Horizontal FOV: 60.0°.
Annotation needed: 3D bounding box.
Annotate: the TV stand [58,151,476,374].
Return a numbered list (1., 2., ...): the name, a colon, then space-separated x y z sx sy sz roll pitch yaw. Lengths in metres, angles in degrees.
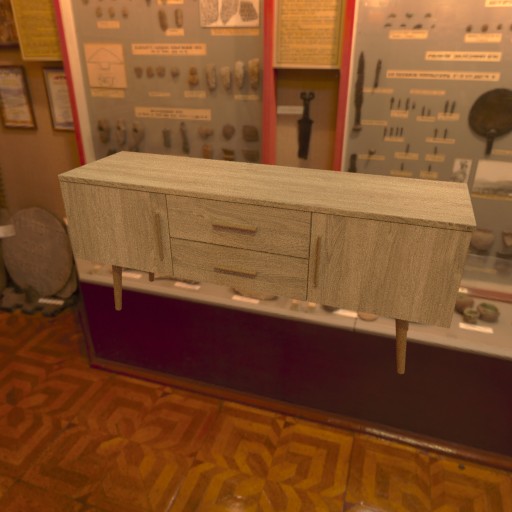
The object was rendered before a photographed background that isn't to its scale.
1. TV stand: 0.000 0.000 1.595 1.313 0.565 0.401 9 28 18
